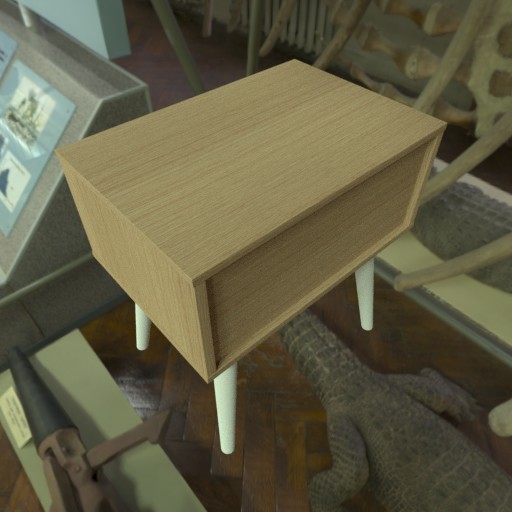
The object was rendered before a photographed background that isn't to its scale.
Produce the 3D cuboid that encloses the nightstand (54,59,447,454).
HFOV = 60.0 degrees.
[{"bbox_3d":[0.000,0.000,0.995,0.571,0.610,0.407,-32,54,-28],"label":"nightstand"}]
